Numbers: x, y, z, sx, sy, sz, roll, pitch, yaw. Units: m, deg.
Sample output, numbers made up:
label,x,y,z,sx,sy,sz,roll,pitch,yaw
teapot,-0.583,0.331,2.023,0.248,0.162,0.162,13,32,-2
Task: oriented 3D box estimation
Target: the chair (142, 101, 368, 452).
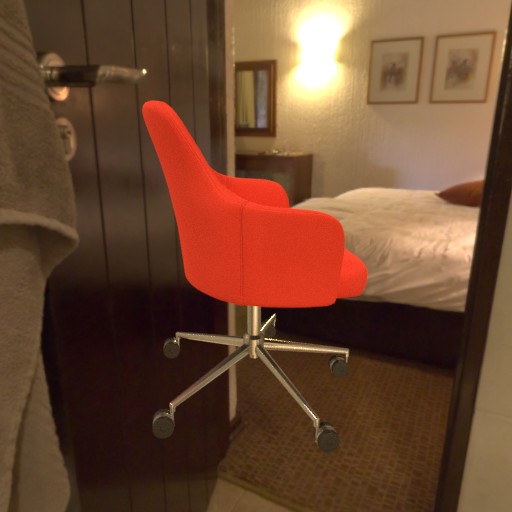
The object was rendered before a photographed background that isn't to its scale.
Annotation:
label,x,y,z,sx,sy,sz,roll,pitch,yaw
chair,0.000,0.000,1.251,0.600,0.820,0.655,-3,17,-9
